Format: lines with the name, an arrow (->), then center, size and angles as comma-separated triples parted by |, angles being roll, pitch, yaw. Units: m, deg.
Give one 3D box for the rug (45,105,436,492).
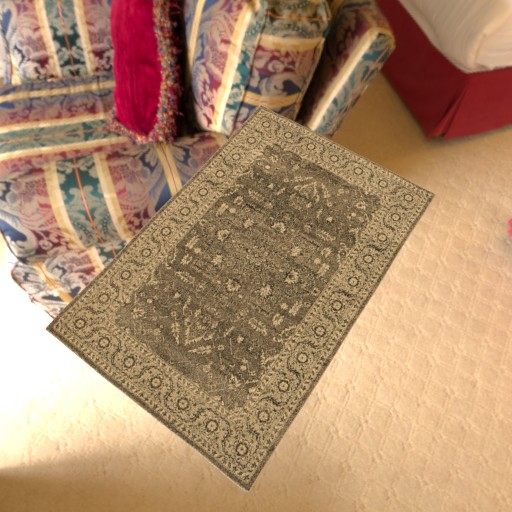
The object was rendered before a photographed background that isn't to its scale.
rug -> 0.000, 0.000, 2.314 | 1.209, 0.019, 1.828 | 32, 67, 16
